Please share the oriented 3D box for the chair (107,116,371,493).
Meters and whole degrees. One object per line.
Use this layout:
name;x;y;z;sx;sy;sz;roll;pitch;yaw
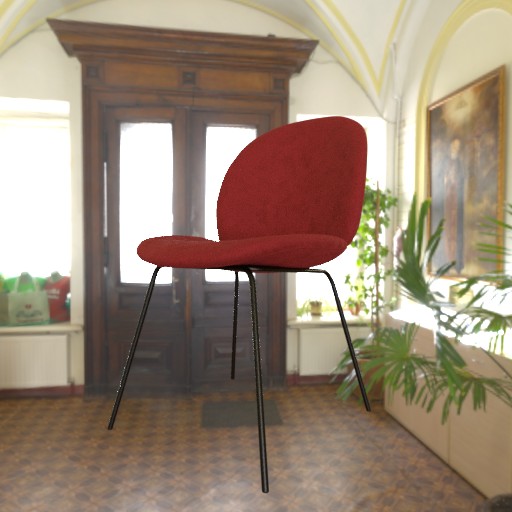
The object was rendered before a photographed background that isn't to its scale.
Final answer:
chair;0.000;0.000;1.097;0.458;0.791;0.587;1;3;36
